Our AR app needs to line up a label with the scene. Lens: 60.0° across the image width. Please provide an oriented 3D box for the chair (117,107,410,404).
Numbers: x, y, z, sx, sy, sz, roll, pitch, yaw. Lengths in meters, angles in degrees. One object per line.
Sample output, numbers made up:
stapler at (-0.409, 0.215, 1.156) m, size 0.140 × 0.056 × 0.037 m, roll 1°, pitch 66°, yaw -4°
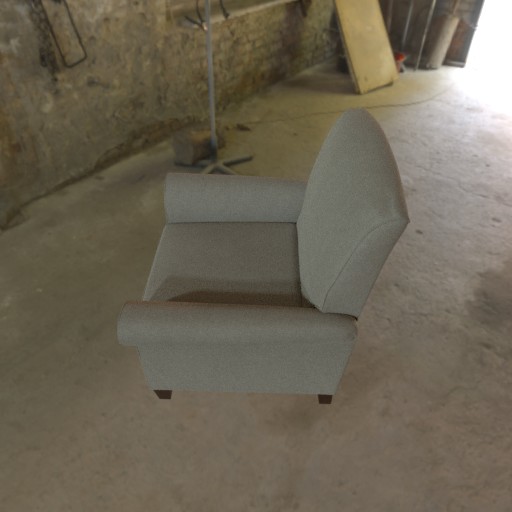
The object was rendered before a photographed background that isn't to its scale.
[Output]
chair at (0.000, 0.000, 1.827) m, size 0.905 × 1.061 × 0.978 m, roll 1°, pitch 42°, yaw 1°
